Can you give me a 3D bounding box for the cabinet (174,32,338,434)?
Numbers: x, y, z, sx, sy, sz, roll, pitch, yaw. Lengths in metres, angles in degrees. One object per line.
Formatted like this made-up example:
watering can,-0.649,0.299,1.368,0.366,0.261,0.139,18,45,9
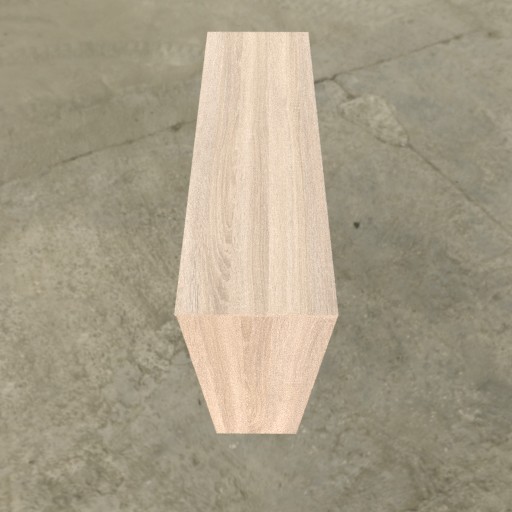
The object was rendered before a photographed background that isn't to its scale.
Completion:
cabinet,0.000,0.000,3.013,0.620,2.060,1.870,0,57,0
